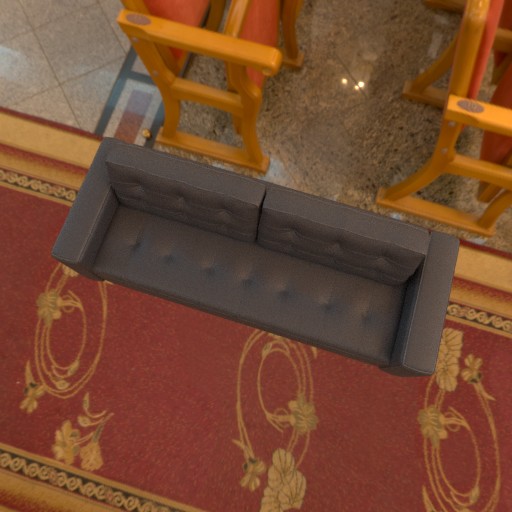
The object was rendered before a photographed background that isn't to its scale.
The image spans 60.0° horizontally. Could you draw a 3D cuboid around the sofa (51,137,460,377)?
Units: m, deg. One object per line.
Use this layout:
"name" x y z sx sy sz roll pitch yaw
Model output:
"sofa" 0.000 0.000 2.738 2.275 0.893 0.833 17 75 5
